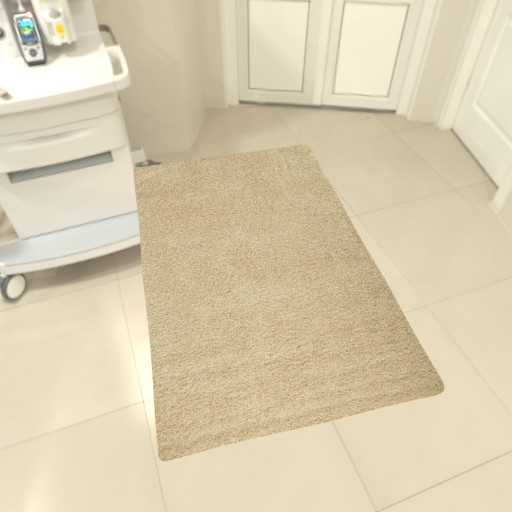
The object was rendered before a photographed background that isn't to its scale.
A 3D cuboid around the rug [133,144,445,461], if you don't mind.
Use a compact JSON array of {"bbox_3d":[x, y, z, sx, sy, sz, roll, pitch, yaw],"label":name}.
[{"bbox_3d":[0.000,0.000,2.970,1.500,0.025,2.349,-10,48,-9],"label":"rug"}]
